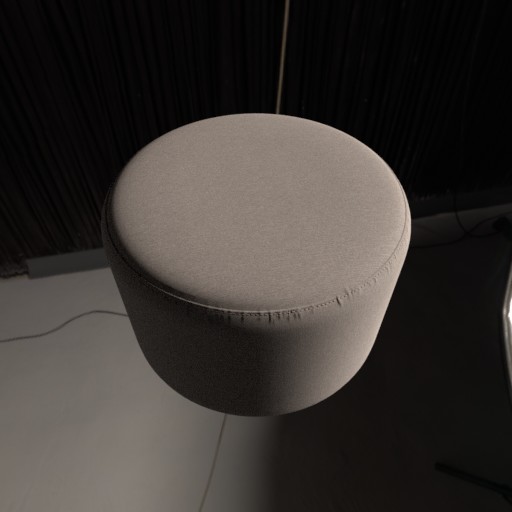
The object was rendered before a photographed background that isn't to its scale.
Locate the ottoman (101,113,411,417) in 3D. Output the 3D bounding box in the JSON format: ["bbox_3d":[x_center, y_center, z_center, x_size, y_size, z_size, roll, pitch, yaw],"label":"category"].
[{"bbox_3d":[0.000,0.000,1.004,0.608,0.433,0.608,0,47,0],"label":"ottoman"}]
